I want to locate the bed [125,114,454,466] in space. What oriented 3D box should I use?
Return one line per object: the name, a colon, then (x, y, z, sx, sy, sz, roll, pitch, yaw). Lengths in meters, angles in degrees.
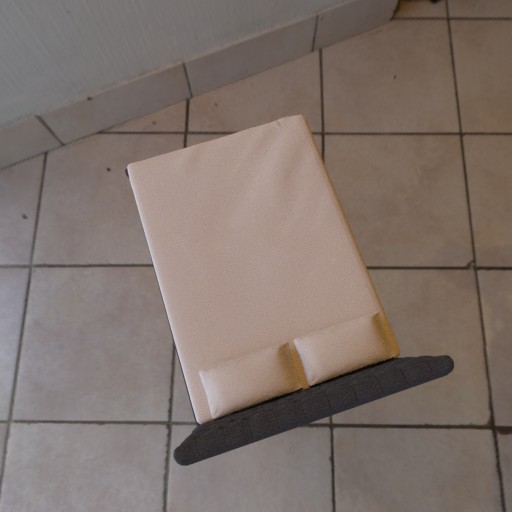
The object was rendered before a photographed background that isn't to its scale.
bed: (0.000, 0.000, 3.448, 1.698, 1.427, 2.387, -17, 76, -4)
